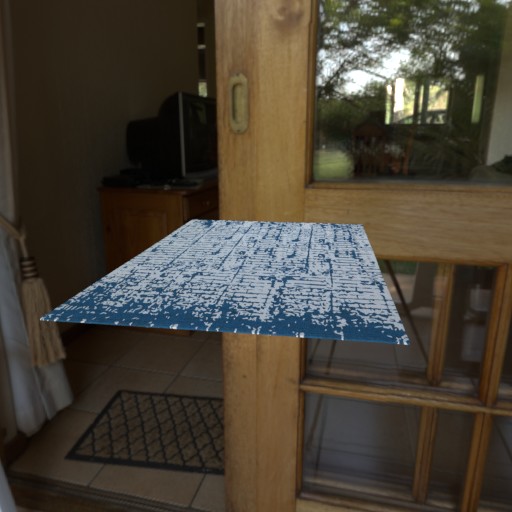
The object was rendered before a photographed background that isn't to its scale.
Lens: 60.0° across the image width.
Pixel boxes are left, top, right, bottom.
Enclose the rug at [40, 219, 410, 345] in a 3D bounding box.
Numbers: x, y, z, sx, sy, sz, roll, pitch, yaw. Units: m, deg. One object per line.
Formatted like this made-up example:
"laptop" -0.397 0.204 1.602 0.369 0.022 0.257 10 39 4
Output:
"rug" 0.000 0.000 2.298 1.220 0.007 1.828 2 16 8
